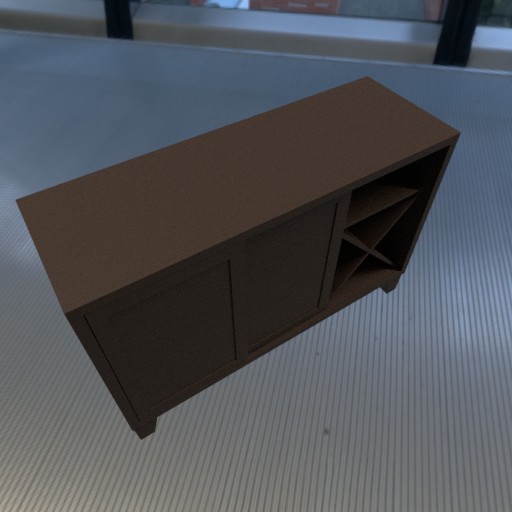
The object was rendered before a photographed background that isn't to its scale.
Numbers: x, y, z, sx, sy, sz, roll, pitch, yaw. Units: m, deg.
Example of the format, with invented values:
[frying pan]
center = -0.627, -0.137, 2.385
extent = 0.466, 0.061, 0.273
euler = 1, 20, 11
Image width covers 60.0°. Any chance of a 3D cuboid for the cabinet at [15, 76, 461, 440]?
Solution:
[cabinet]
center = 0.000, 0.000, 1.780
extent = 1.396, 0.914, 0.482
euler = -26, 54, -21
